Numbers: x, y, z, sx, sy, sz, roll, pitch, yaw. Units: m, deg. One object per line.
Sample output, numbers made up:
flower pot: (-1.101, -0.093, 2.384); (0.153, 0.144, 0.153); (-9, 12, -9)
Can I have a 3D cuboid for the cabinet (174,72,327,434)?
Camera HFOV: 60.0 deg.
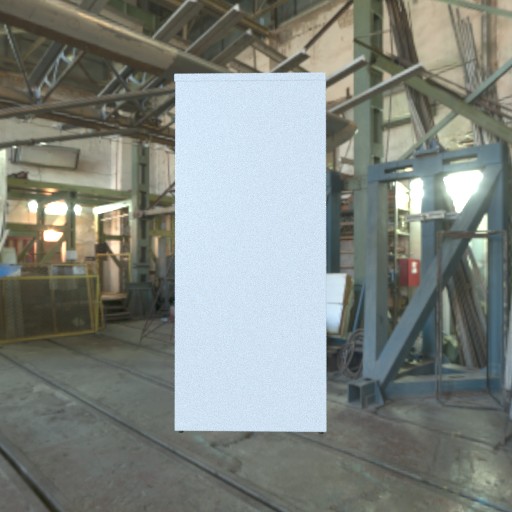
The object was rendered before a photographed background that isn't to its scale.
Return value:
cabinet: (0.000, 0.000, 1.830); (0.380, 0.900, 1.450); (0, -1, 1)
